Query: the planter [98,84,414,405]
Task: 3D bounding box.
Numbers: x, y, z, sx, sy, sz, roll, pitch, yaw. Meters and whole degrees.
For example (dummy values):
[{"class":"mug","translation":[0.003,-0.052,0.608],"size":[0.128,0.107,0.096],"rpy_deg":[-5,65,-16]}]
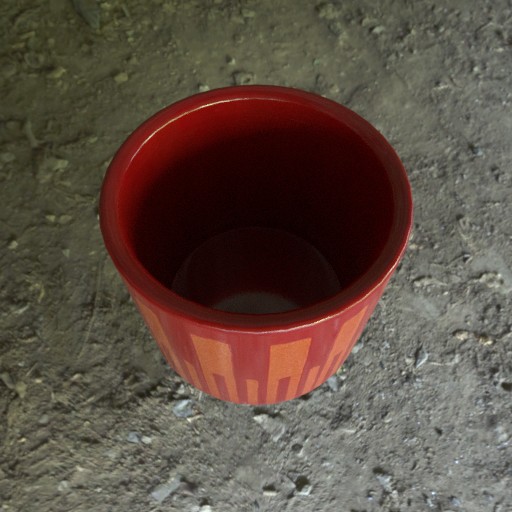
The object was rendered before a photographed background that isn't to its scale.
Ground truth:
[{"class":"planter","translation":[0.000,0.000,0.410],"size":[0.230,0.202,0.230],"rpy_deg":[0,59,0]}]
